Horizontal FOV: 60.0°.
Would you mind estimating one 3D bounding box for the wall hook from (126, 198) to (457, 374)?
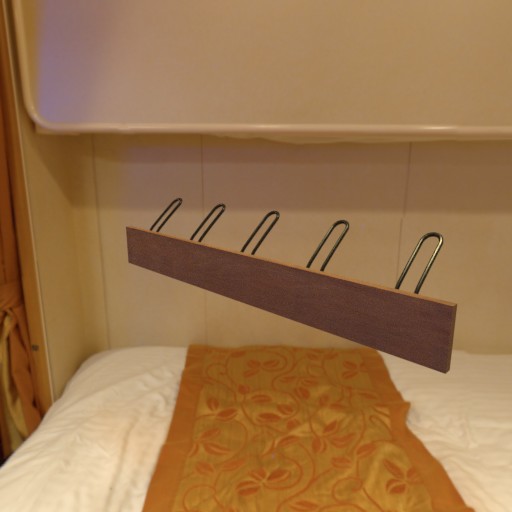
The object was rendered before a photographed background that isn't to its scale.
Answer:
[{"bbox_3d":[0.000,0.000,0.600,0.554,0.116,0.076,13,19,43],"label":"wall hook"}]
